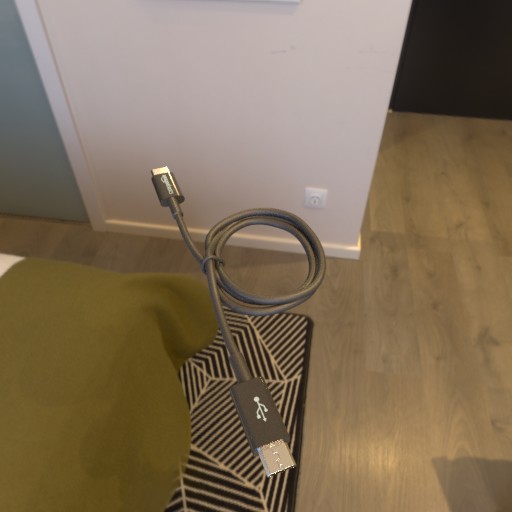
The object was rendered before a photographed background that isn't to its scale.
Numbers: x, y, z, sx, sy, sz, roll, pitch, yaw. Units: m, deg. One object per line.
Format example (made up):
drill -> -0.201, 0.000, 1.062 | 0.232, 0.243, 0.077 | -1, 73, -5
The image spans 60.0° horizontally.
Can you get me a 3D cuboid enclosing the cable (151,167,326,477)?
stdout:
cable -> 0.000, 0.000, 0.217 | 0.070, 0.014, 0.192 | -15, 47, -15
